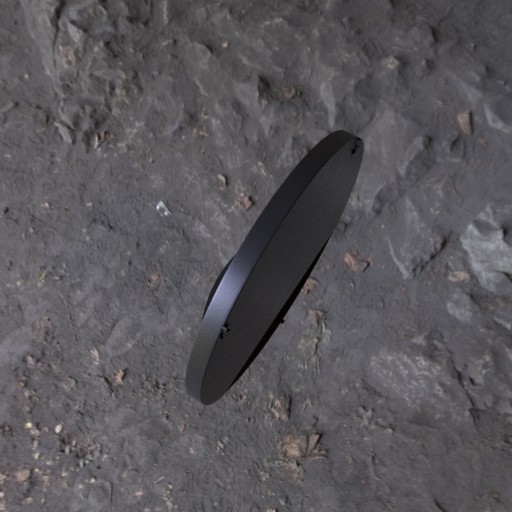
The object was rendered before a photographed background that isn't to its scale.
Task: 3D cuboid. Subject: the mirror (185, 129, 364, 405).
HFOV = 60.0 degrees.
[{"bbox_3d":[0.000,0.000,0.706,0.133,0.457,0.457,30,67,14],"label":"mirror"}]
